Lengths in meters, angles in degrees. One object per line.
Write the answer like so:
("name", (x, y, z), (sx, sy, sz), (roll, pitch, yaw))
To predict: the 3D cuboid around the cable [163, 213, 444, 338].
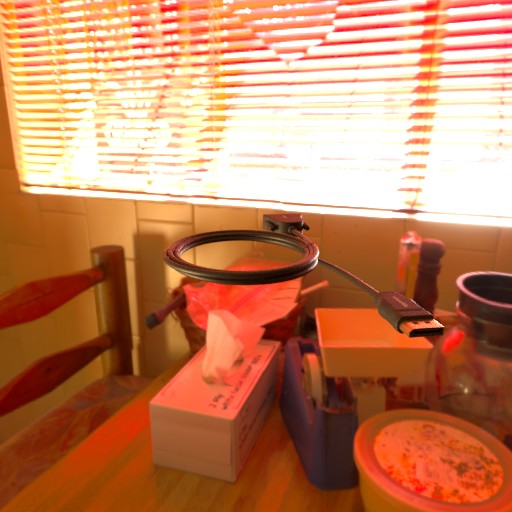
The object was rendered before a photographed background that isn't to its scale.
("cable", (0.000, 0.000, 0.327), (0.136, 0.015, 0.281), (-2, 15, -8))
